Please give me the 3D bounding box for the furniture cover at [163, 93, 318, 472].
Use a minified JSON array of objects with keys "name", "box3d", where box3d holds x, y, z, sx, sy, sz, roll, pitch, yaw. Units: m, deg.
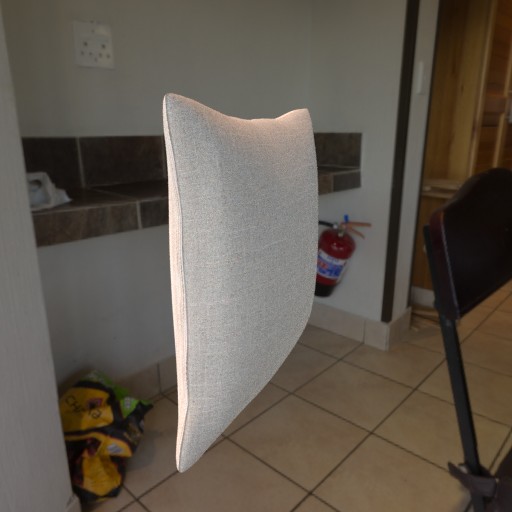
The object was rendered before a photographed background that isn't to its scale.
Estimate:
[{"name":"furniture cover","box3d":[0.000,0.000,0.775,0.178,0.506,0.512,7,18,23]}]
